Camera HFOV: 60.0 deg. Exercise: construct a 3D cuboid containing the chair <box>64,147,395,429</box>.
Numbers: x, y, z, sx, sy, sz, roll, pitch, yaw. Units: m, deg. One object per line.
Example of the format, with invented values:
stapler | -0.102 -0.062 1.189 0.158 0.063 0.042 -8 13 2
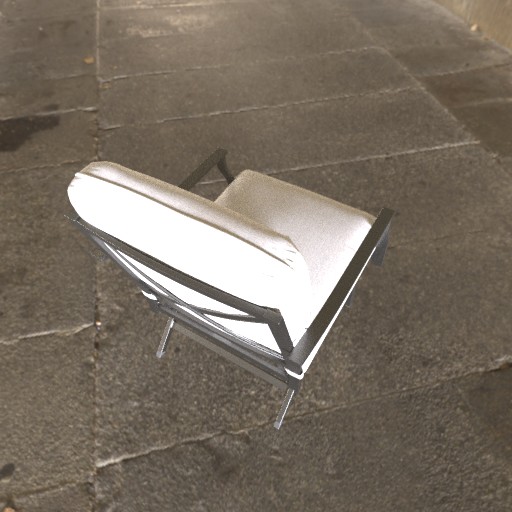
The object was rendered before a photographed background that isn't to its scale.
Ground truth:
chair | 0.000 0.000 1.391 0.650 0.860 0.787 24 52 21
